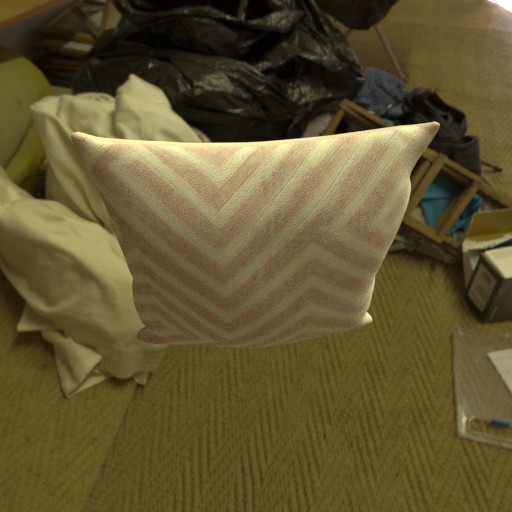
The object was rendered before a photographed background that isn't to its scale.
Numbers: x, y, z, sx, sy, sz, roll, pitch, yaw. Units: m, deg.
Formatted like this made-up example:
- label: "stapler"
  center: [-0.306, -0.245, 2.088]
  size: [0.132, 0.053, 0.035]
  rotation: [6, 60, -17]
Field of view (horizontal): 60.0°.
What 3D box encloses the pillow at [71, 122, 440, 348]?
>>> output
- label: "pillow"
  center: [0.000, 0.000, 0.668]
  size: [0.440, 0.441, 0.182]
  rotation: [-3, 48, -3]
